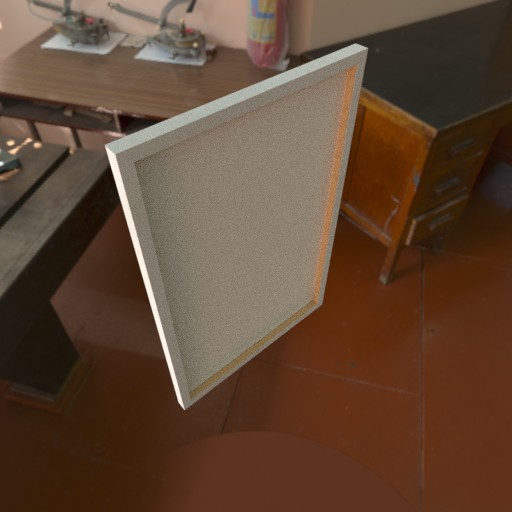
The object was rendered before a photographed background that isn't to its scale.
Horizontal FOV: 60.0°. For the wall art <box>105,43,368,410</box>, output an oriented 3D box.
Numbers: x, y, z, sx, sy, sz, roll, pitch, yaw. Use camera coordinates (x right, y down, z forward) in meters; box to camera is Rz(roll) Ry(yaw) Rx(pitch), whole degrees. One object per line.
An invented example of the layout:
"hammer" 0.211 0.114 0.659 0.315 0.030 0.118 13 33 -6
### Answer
"wall art" 0.000 0.000 1.160 0.607 0.912 0.038 -32 55 -27
